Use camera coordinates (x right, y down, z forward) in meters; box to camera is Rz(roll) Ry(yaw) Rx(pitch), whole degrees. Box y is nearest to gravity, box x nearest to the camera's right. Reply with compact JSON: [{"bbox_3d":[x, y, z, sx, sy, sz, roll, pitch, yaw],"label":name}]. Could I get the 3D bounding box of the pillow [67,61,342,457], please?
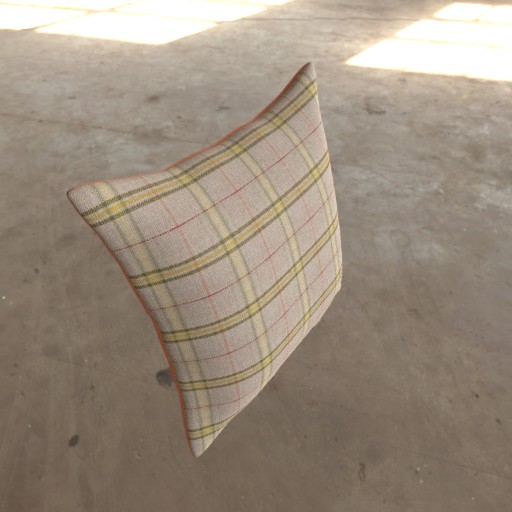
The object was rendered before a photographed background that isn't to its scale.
[{"bbox_3d":[0.000,0.000,0.672,0.200,0.430,0.453,26,48,26],"label":"pillow"}]
